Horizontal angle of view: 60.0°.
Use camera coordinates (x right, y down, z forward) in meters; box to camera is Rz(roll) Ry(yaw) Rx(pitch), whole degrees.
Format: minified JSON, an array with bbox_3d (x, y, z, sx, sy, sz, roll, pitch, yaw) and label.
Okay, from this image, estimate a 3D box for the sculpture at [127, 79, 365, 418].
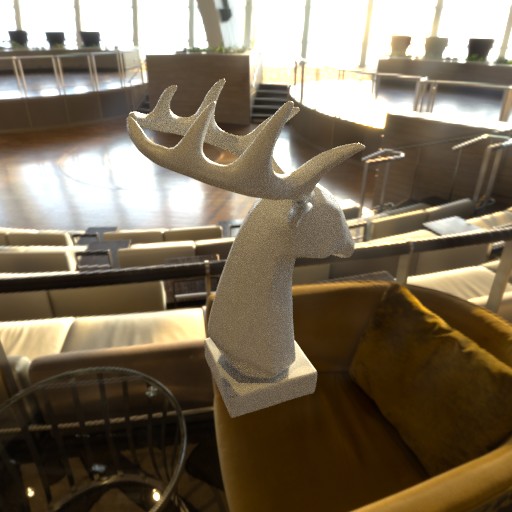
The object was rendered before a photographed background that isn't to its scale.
[{"bbox_3d":[0.000,0.000,0.452,0.224,0.329,0.174,-11,31,-19],"label":"sculpture"}]
